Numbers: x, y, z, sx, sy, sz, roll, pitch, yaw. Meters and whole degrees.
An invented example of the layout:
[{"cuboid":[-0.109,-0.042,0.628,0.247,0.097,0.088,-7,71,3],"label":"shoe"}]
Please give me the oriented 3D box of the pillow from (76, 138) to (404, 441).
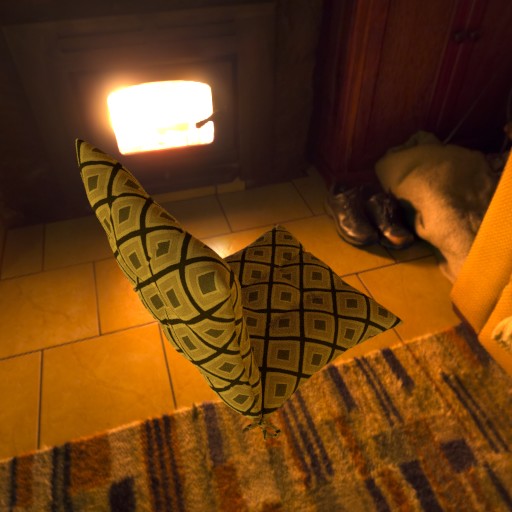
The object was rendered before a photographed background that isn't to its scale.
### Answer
[{"cuboid":[0.000,0.000,1.008,0.585,0.536,0.541,-28,50,-27],"label":"pillow"}]
